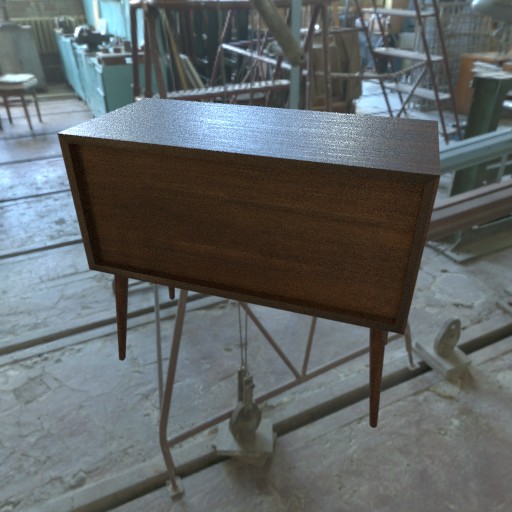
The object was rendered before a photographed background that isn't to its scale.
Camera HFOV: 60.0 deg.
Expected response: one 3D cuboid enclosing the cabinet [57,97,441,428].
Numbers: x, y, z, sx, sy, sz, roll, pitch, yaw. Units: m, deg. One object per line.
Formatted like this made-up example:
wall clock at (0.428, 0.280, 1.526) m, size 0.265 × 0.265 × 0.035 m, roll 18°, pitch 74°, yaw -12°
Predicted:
cabinet at (0.000, 0.000, 1.125) m, size 0.743 × 0.654 × 0.354 m, roll 10°, pitch 33°, yaw 16°
